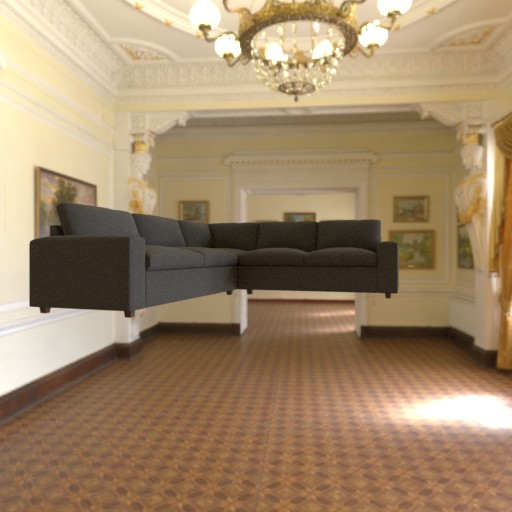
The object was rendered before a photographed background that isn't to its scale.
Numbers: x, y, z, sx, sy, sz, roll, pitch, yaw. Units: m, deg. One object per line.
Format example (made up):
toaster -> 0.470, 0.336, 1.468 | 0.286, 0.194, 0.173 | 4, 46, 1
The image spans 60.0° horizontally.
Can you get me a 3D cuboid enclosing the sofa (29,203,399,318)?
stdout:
sofa -> 0.000, 0.000, 4.778 | 2.895, 0.965, 3.277 | 0, 0, 19
